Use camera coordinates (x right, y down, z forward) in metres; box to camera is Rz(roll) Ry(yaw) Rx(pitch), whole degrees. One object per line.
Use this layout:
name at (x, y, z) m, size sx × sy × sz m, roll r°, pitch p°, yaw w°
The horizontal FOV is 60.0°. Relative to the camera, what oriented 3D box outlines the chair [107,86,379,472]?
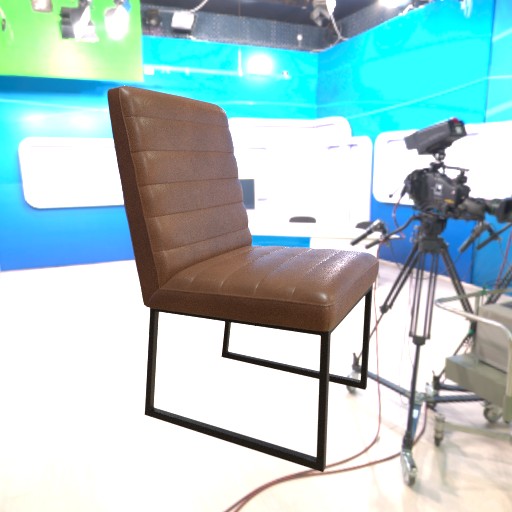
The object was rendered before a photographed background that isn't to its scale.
chair at (0.000, 0.000, 1.311) m, size 0.634 × 0.930 × 0.520 m, roll 6°, pitch 14°, yaw 26°
